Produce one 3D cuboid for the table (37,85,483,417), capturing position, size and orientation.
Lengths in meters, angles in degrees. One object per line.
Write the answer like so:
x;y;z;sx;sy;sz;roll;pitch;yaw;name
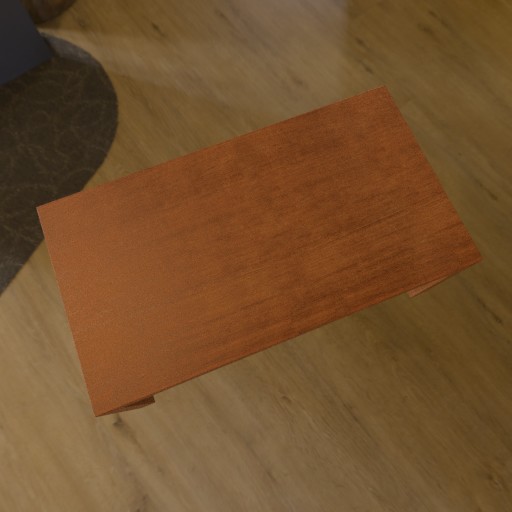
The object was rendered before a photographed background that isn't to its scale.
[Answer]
0.000;0.000;1.321;1.000;0.419;0.549;-21;75;-6;table
